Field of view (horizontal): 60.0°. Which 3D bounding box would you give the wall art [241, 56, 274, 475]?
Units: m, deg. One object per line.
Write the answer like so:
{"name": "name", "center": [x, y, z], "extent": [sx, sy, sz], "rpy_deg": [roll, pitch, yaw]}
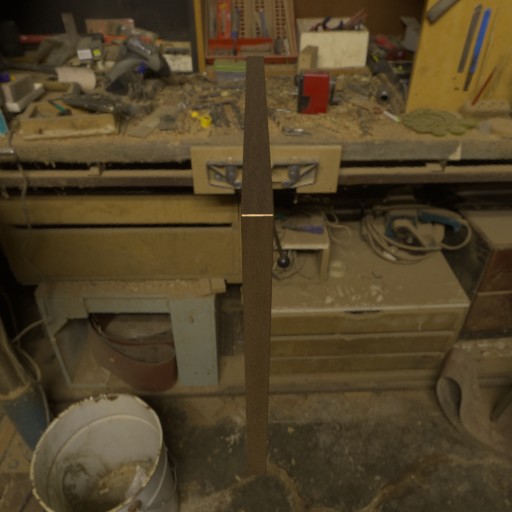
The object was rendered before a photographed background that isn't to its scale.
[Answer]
{"name": "wall art", "center": [0.000, 0.000, 0.752], "extent": [0.030, 0.506, 0.503], "rpy_deg": [0, 39, 0]}
